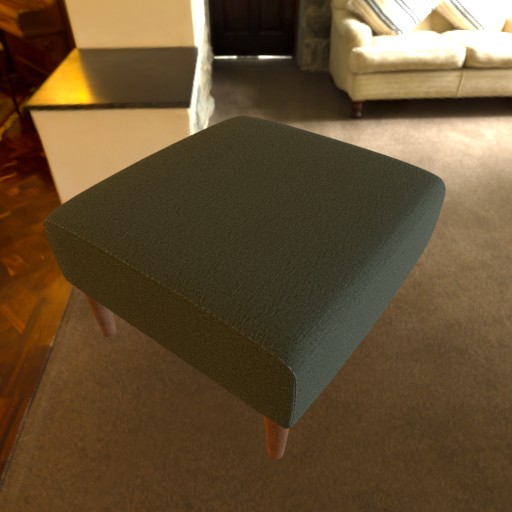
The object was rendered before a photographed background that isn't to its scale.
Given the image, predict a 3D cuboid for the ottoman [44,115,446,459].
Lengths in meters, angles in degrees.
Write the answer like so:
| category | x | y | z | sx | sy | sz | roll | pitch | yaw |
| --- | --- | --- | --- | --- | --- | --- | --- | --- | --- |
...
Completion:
| category | x | y | z | sx | sy | sz | roll | pitch | yaw |
| --- | --- | --- | --- | --- | --- | --- | --- | --- | --- |
| ottoman | 0.000 | 0.000 | 1.051 | 0.649 | 0.398 | 0.650 | 26 | 46 | 27 |
